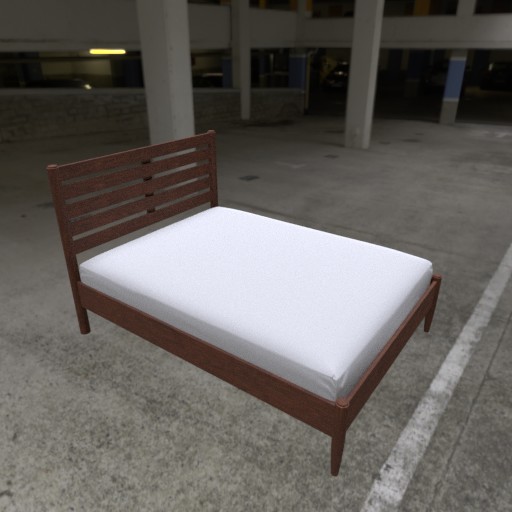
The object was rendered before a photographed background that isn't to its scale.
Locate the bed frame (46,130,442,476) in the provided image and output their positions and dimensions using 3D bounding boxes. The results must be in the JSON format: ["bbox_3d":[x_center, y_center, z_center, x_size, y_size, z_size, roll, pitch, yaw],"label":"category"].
[{"bbox_3d":[0.000,0.000,3.201,2.234,1.321,1.655,17,31,32],"label":"bed frame"}]
